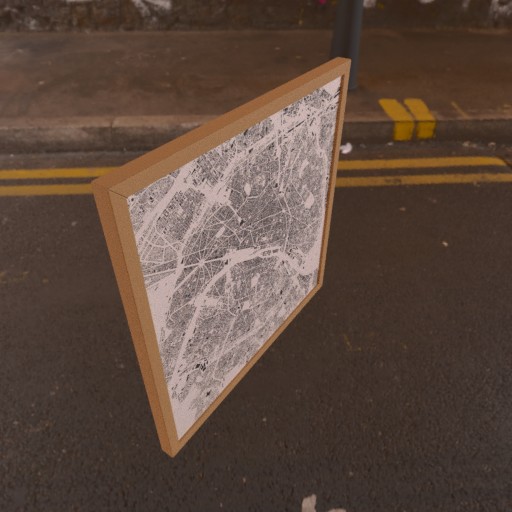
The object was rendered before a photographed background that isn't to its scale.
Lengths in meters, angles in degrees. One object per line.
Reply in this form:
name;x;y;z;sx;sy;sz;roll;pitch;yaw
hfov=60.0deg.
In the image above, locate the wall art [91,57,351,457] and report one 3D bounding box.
wall art;0.000;0.000;1.100;0.037;0.761;0.761;24;45;27
